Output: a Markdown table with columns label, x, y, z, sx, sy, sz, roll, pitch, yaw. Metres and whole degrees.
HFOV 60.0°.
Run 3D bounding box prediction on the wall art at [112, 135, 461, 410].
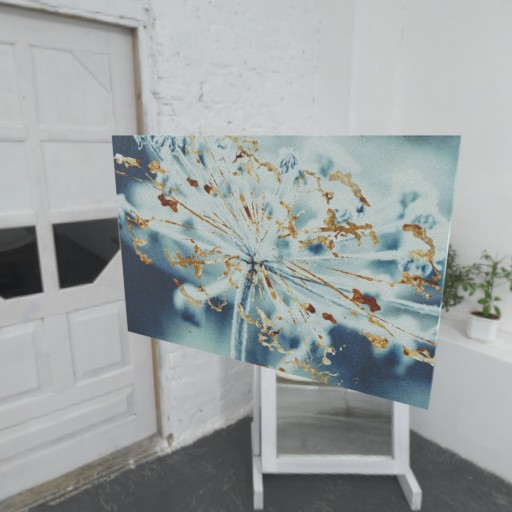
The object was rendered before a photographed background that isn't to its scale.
| label | x | y | z | sx | sy | sz | roll | pitch | yaw |
| --- | --- | --- | --- | --- | --- | --- | --- | --- | --- |
| wall art | 0.000 | 0.000 | 1.158 | 0.912 | 0.608 | 0.038 | 8 | 17 | 27 |
